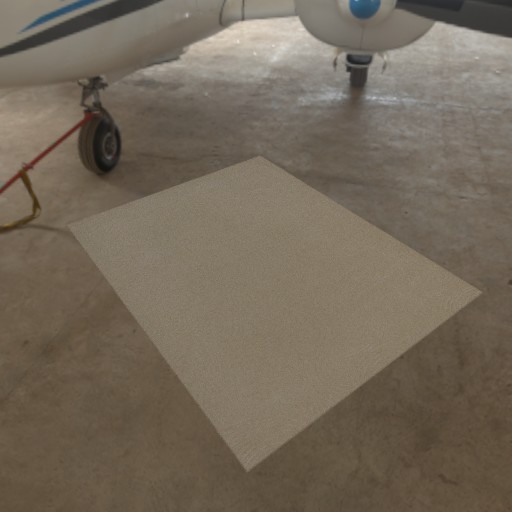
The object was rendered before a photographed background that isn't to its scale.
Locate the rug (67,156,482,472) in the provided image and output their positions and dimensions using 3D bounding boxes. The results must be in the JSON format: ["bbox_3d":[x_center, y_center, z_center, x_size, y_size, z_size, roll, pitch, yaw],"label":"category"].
[{"bbox_3d":[0.000,0.000,3.446,2.073,0.011,2.584,-26,47,-28],"label":"rug"}]
